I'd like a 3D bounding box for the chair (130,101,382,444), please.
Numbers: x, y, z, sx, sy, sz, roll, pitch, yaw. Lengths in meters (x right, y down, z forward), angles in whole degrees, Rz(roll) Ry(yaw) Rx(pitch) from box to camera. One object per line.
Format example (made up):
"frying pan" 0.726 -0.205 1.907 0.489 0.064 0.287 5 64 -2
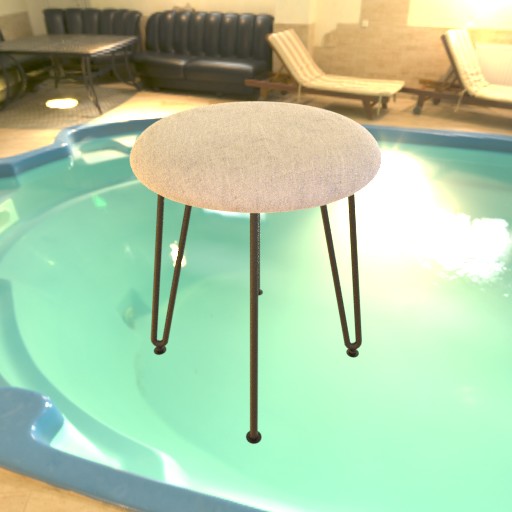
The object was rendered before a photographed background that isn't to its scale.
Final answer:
"chair" 0.000 0.000 0.644 0.350 0.386 0.350 1 33 1
